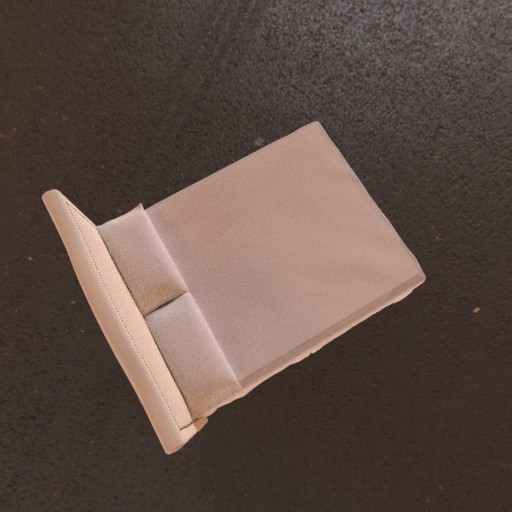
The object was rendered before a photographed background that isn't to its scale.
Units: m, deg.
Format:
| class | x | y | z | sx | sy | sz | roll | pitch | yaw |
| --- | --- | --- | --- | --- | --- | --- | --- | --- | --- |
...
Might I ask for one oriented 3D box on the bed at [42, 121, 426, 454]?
| class | x | y | z | sx | sy | sz | roll | pitch | yaw |
| --- | --- | --- | --- | --- | --- | --- | --- | --- | --- |
| bed | 0.000 | 0.000 | 3.325 | 2.143 | 1.460 | 1.753 | -29 | 77 | -8 |
